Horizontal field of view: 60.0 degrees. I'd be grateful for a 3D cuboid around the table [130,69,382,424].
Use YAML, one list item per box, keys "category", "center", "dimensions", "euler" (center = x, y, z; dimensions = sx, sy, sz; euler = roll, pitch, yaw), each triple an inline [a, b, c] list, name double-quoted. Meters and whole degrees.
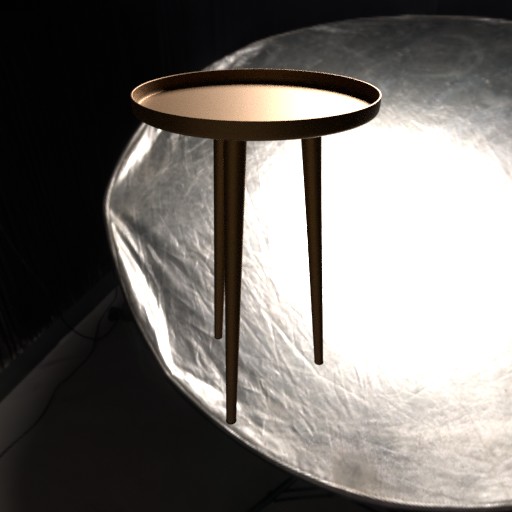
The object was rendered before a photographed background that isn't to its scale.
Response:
- category: "table"
  center: [0.000, 0.000, 0.667]
  dimensions: [0.299, 0.480, 0.299]
  euler: [9, 33, 15]
